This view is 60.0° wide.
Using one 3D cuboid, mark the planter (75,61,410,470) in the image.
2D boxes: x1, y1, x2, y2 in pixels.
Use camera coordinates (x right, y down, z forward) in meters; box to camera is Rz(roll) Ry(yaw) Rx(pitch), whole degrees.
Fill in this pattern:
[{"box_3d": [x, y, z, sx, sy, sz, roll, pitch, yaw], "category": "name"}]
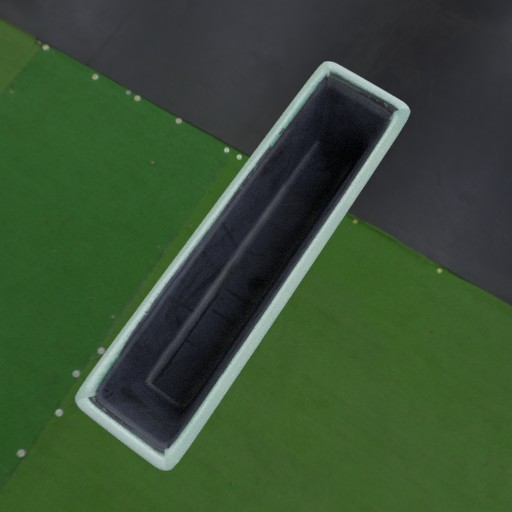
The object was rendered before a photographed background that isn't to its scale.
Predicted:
[{"box_3d": [0.000, 0.000, 0.308, 0.072, 0.072, 0.275, 34, 79, 8], "category": "planter"}]
